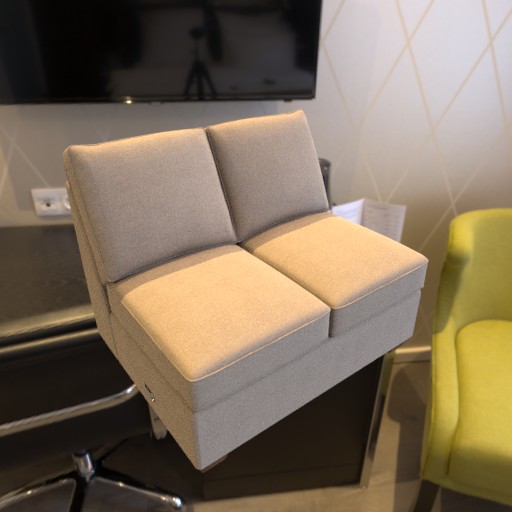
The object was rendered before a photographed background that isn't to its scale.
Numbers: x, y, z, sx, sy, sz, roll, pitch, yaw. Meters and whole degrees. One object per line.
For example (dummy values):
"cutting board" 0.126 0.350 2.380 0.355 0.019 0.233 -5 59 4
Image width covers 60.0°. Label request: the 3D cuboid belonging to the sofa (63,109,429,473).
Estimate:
"sofa" 0.000 0.000 1.945 1.232 1.006 0.978 -20 35 -32
